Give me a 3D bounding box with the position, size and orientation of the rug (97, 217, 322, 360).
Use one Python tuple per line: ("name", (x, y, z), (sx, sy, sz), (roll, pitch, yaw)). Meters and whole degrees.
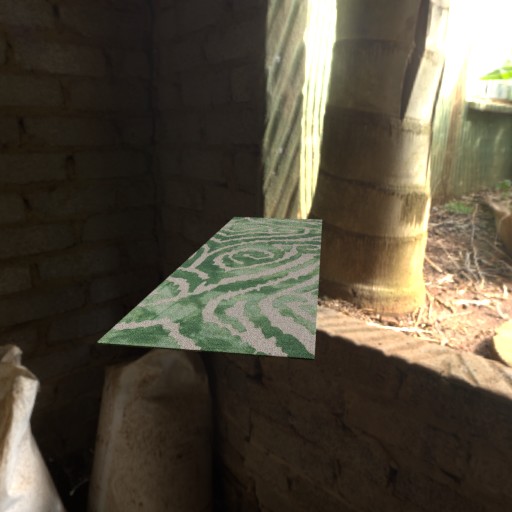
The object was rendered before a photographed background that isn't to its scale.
("rug", (0.000, 0.000, 2.665), (0.761, 0.006, 2.438), (2, 16, 8))
